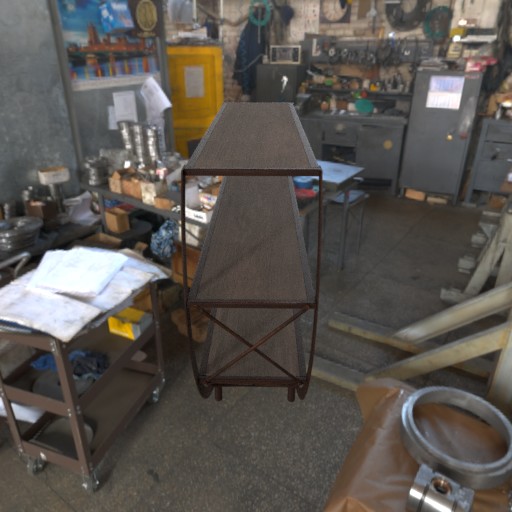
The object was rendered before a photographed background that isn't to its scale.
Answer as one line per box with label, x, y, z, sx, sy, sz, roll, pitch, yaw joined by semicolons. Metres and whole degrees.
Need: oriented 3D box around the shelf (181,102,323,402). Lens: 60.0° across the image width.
shelf;0.000;0.000;1.844;0.344;1.063;1.403;0;26;1
